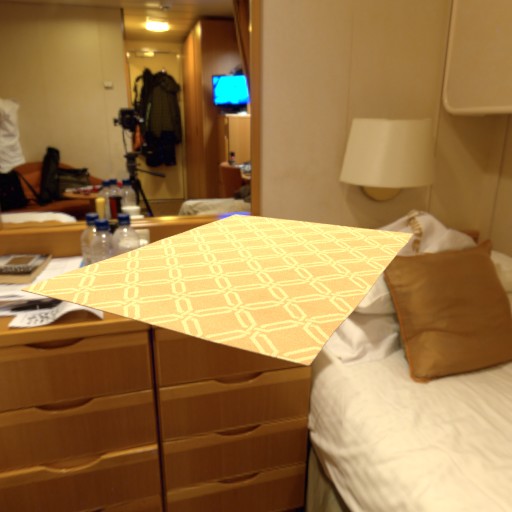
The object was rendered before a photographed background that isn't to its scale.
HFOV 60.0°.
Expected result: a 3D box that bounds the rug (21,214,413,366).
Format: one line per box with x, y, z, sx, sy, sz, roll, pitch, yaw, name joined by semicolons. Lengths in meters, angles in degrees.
0.000;0.000;4.357;2.452;0.020;3.365;9;19;27;rug
